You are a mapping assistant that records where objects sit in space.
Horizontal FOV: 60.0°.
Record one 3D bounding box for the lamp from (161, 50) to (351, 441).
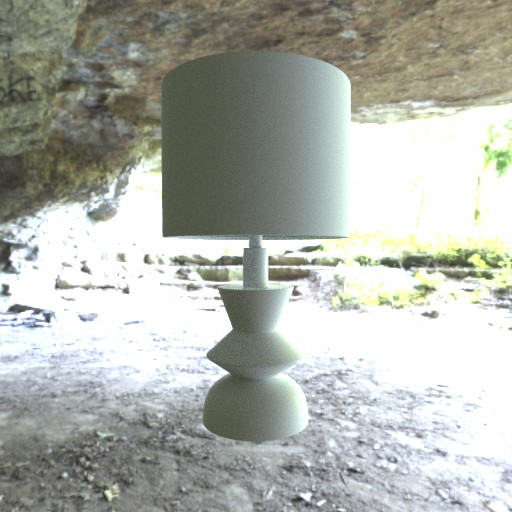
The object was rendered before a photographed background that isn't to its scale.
[{"bbox_3d":[0.000,0.000,0.723,0.301,0.533,0.301,0,1,18],"label":"lamp"}]
